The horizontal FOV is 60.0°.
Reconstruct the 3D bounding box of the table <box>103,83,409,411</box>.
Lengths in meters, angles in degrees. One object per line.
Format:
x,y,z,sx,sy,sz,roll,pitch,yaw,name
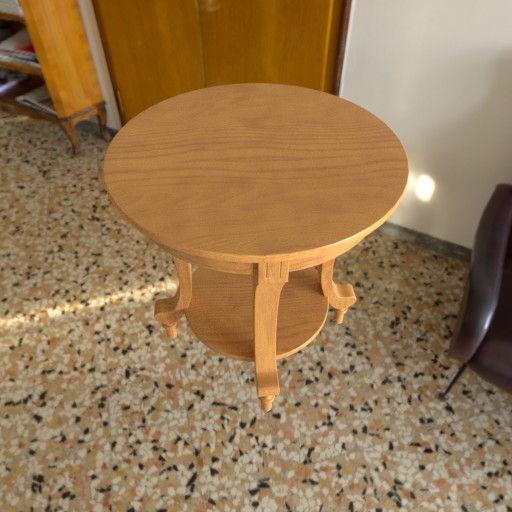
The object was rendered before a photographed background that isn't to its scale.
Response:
0.000,0.000,1.104,0.597,0.612,0.597,0,46,0,table
